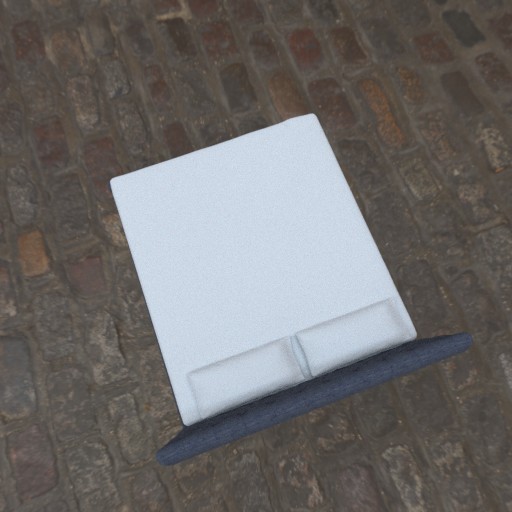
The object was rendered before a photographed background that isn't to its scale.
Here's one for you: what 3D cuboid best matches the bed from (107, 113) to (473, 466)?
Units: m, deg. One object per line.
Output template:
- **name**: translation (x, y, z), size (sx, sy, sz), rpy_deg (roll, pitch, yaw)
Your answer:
- **bed**: translation (0.000, 0.000, 3.618), size (2.078, 1.427, 2.387), rpy_deg (-19, 76, -5)
